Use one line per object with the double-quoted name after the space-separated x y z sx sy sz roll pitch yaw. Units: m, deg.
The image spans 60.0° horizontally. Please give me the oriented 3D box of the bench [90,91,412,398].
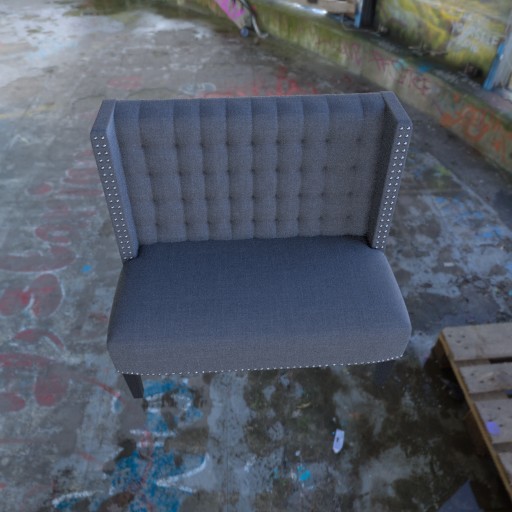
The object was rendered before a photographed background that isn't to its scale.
0.000 0.000 2.001 1.276 1.121 0.842 -2 45 -2 "bench"
